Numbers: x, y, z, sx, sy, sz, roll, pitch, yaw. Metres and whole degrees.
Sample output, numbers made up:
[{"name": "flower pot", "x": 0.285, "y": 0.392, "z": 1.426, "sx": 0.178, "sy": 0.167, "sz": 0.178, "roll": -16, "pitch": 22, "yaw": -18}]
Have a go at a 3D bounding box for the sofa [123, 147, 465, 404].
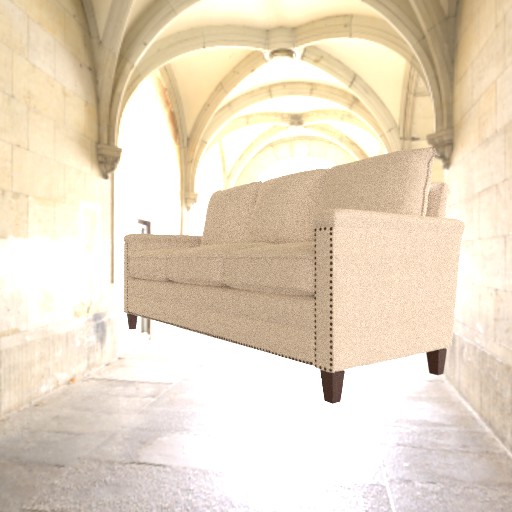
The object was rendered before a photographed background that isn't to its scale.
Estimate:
[{"name": "sofa", "x": 0.000, "y": 0.000, "z": 2.389, "sx": 0.828, "sy": 0.961, "sz": 1.925, "roll": 0, "pitch": 0, "yaw": -36}]
